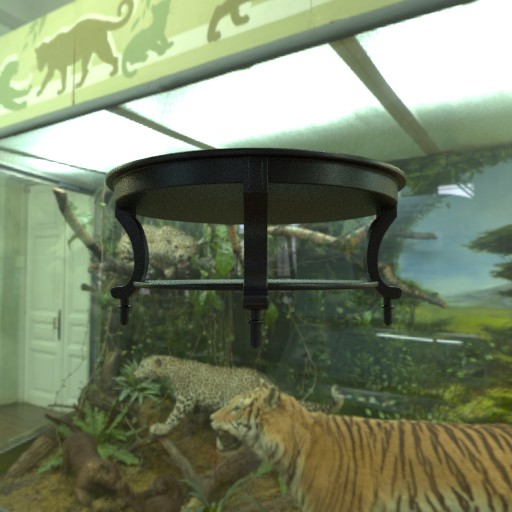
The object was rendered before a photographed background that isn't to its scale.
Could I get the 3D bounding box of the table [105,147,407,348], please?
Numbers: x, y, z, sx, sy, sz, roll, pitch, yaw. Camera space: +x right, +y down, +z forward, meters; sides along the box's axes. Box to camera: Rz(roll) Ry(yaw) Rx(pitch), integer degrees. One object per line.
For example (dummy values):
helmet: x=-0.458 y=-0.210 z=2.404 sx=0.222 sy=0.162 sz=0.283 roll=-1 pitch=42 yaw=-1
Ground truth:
table: x=0.000 y=0.000 z=1.580 sx=1.029 sy=0.491 sz=1.029 roll=0 pitch=-2 yaw=0
